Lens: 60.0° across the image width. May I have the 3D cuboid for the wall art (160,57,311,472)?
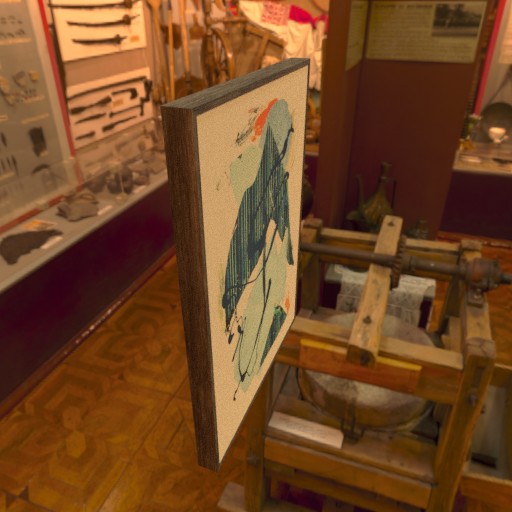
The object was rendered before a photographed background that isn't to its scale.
[{"bbox_3d":[0.000,0.000,1.334,0.063,1.016,0.762,11,32,18],"label":"wall art"}]
